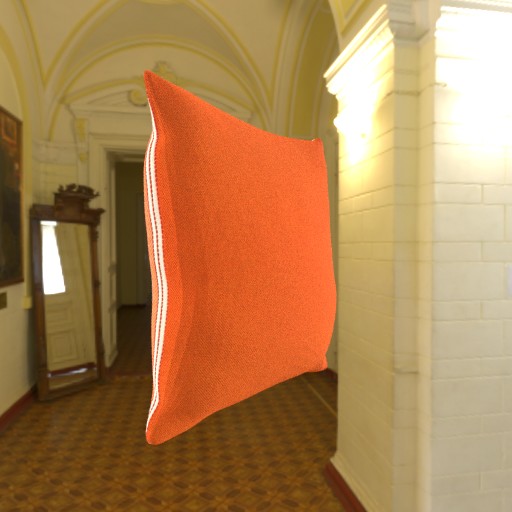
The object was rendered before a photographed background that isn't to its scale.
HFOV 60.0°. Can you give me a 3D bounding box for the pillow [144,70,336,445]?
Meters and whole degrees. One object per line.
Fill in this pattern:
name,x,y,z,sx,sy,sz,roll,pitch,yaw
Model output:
pillow,0.000,0.000,0.681,0.182,0.441,0.440,1,1,36
